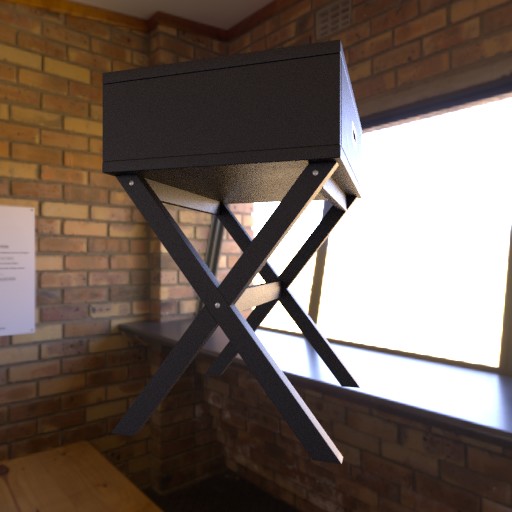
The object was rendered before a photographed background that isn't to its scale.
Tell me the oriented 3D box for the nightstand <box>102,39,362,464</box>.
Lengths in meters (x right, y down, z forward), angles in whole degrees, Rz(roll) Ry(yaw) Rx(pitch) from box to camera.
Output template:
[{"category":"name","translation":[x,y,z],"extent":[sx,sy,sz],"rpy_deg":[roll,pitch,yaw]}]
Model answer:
[{"category":"nightstand","translation":[0.000,0.000,0.924],"extent":[0.402,0.623,0.479],"rpy_deg":[0,0,17]}]
